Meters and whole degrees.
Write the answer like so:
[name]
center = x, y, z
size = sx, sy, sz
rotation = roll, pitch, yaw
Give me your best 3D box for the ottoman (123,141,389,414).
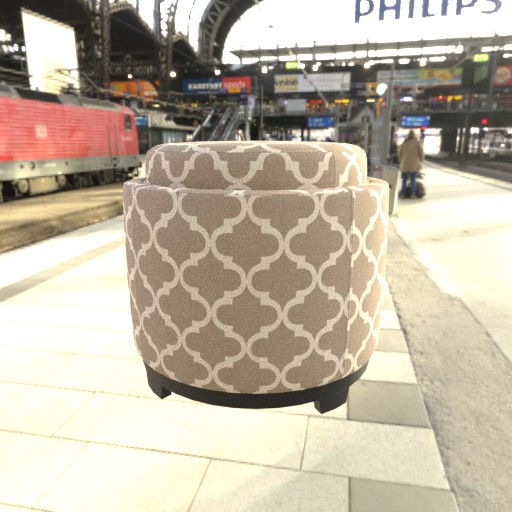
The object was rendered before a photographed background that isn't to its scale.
[ottoman]
center = 0.000, 0.000, 0.854
size = 0.480, 0.429, 0.480
rotation = 0, 14, 0
